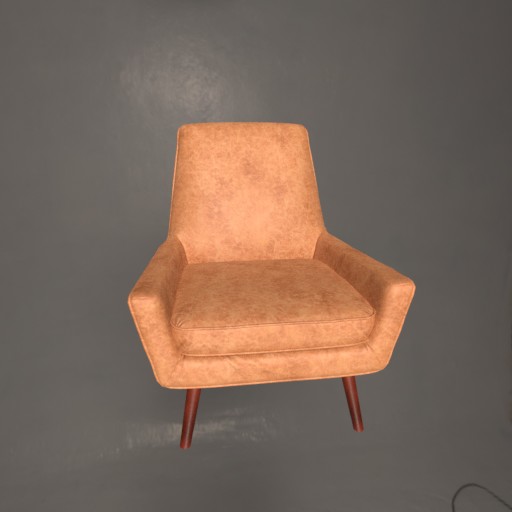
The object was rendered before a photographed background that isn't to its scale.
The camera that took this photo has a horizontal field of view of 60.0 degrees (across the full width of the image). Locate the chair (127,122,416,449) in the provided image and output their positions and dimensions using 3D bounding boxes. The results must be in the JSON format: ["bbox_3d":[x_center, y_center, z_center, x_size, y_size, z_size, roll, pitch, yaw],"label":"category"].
[{"bbox_3d":[0.000,0.000,1.522,0.753,0.883,0.851,-2,17,-8],"label":"chair"}]
